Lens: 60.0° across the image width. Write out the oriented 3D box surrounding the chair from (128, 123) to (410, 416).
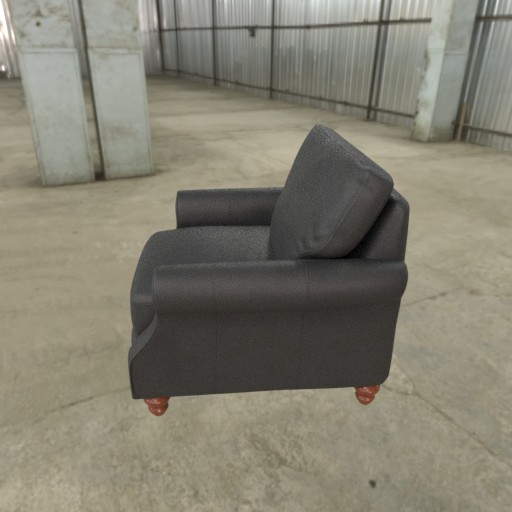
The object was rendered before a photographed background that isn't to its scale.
[{"bbox_3d":[0.000,0.000,1.837,1.027,0.960,1.015,0,26,1],"label":"chair"}]
